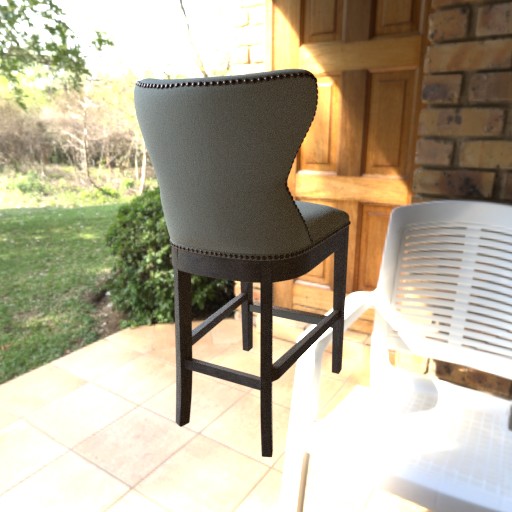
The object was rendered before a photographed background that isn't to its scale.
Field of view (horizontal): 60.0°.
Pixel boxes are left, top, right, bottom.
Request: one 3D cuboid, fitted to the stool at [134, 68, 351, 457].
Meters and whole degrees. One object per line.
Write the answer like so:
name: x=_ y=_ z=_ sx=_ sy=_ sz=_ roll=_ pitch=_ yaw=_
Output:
stool: x=0.000 y=0.000 z=1.339 sx=0.498 sy=0.981 sz=0.608 roll=8 pitch=18 yaw=26
